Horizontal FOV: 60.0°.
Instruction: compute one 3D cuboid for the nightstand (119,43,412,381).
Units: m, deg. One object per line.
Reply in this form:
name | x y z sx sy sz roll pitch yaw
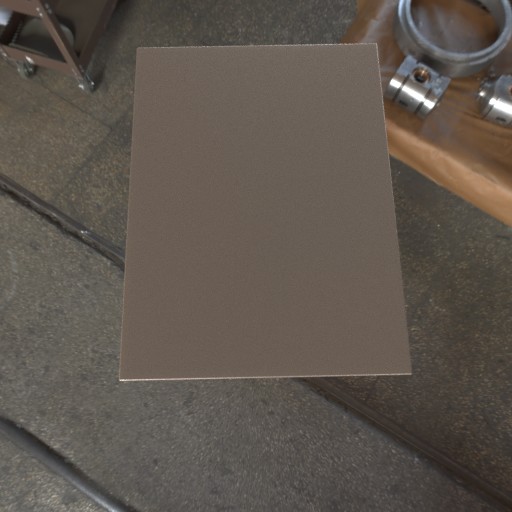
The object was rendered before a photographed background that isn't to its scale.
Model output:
nightstand | 0.000 0.000 0.709 0.288 0.508 0.370 -1 75 0
